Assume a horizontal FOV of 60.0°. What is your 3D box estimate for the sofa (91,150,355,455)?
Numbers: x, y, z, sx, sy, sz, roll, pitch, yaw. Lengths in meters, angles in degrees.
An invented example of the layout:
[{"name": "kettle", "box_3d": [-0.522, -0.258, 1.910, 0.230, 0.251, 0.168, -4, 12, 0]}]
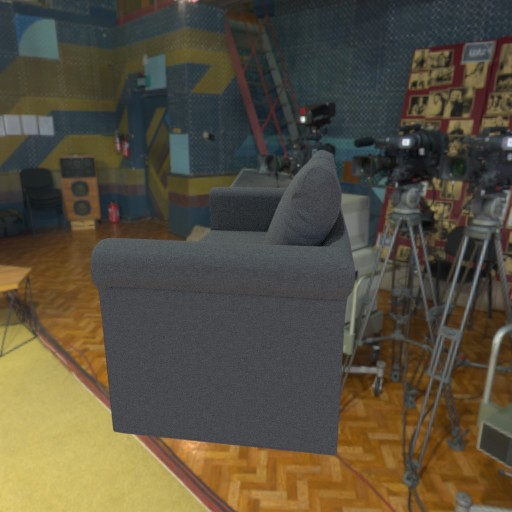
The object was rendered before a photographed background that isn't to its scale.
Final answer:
[{"name": "sofa", "box_3d": [0.000, 0.000, 1.929, 0.741, 0.872, 1.460, 2, 16, 8]}]
